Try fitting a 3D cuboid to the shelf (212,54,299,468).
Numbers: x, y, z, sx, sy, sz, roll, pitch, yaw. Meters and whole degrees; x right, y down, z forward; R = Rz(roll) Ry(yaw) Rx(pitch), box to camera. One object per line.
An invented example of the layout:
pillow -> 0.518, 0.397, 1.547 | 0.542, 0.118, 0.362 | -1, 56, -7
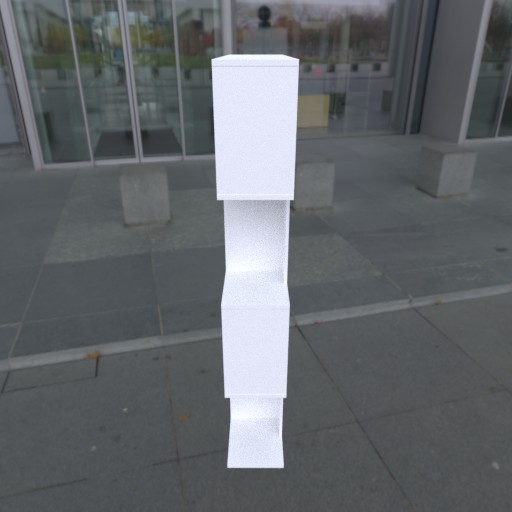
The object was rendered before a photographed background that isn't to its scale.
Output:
shelf -> 0.000, 0.000, 2.010 | 0.250, 1.650, 0.890 | 0, 25, 0
